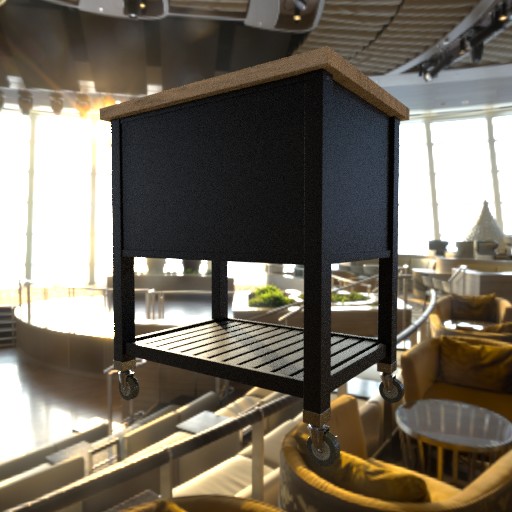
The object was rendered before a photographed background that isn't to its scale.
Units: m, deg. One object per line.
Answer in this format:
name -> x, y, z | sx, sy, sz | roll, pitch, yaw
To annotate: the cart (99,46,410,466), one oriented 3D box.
cart -> 0.000, 0.000, 1.402 | 0.797, 0.920, 0.567 | 2, 3, 36
